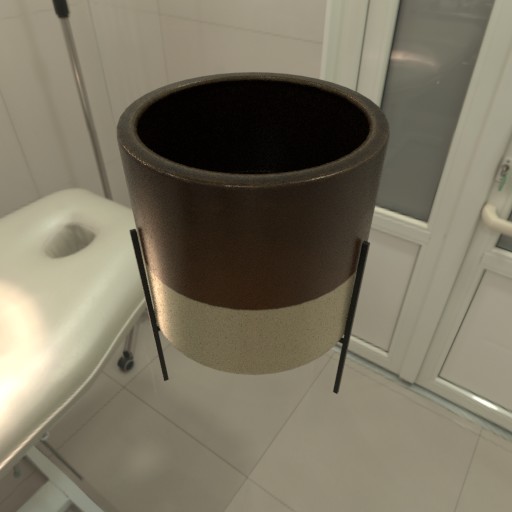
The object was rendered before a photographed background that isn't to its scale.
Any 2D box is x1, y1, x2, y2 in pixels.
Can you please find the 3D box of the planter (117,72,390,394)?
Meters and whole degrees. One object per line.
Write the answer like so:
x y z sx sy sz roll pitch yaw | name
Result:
0.000 0.000 0.713 0.354 0.465 0.345 24 46 26 | planter
